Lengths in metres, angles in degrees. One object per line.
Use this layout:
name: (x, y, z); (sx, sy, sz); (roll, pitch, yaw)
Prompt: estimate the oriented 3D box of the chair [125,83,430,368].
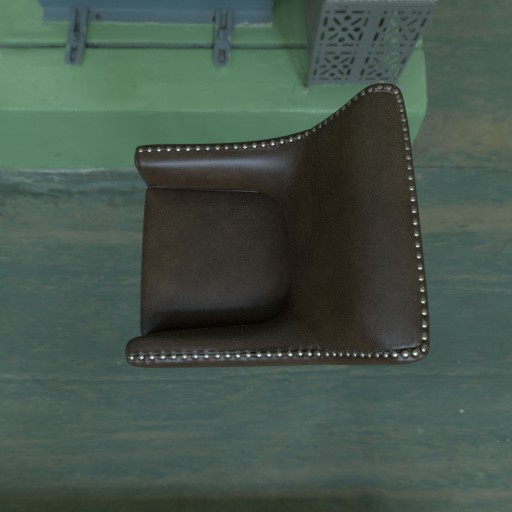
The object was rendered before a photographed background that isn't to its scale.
chair: (0.000, 0.000, 1.322); (0.704, 0.813, 0.639); (-1, 77, 0)
